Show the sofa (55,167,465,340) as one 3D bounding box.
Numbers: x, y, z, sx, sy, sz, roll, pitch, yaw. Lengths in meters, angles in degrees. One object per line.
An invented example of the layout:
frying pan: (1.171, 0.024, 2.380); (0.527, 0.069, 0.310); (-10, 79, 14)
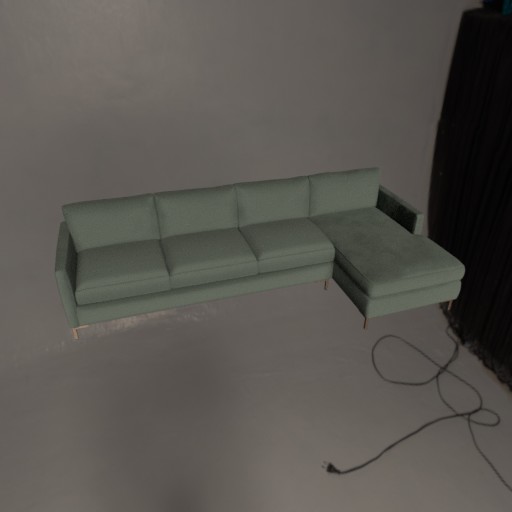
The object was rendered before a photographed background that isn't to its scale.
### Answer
sofa: (0.000, 0.000, 3.252); (2.725, 0.756, 1.255); (-9, 32, -15)
